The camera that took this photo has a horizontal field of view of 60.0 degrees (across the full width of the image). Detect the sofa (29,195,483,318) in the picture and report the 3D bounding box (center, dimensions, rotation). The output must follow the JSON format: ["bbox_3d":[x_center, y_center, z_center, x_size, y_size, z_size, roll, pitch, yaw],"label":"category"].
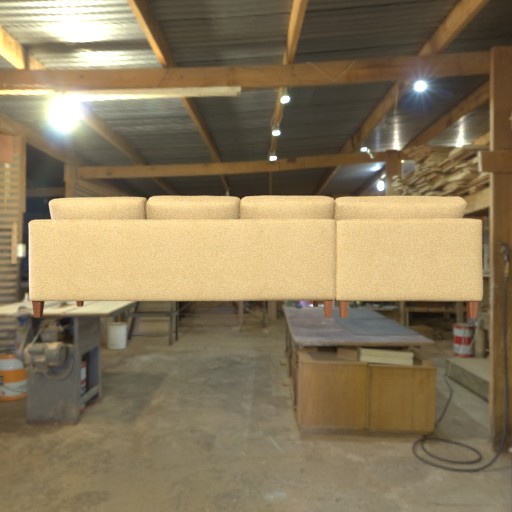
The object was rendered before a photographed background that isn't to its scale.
[{"bbox_3d":[0.000,0.000,3.806,3.201,0.876,1.502,0,0,1],"label":"sofa"}]
